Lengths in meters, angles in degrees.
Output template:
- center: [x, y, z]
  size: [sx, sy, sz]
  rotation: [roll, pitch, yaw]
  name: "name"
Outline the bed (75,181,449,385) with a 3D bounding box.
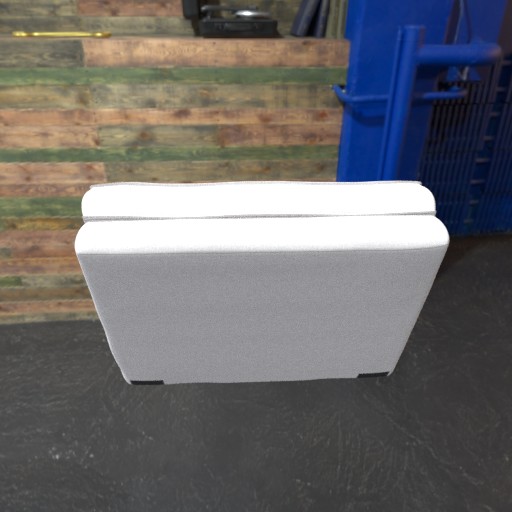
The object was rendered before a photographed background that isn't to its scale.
- center: [0.000, 0.000, 1.334]
  size: [0.799, 0.614, 0.749]
  rotation: [-1, 30, -2]
  name: "bed"
